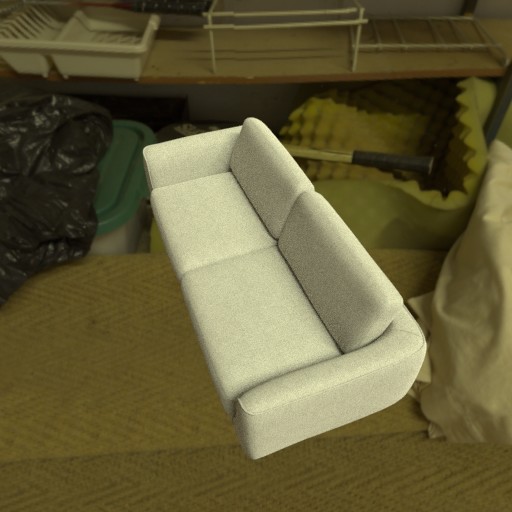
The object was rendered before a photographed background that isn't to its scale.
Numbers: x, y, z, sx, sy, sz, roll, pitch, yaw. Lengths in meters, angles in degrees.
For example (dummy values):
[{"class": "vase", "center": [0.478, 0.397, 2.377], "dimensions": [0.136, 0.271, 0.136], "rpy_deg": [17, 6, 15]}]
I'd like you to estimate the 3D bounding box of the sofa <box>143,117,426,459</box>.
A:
[{"class": "sofa", "center": [0.000, 0.000, 2.512], "dimensions": [0.920, 0.850, 2.000], "rpy_deg": [-16, 48, -15]}]
